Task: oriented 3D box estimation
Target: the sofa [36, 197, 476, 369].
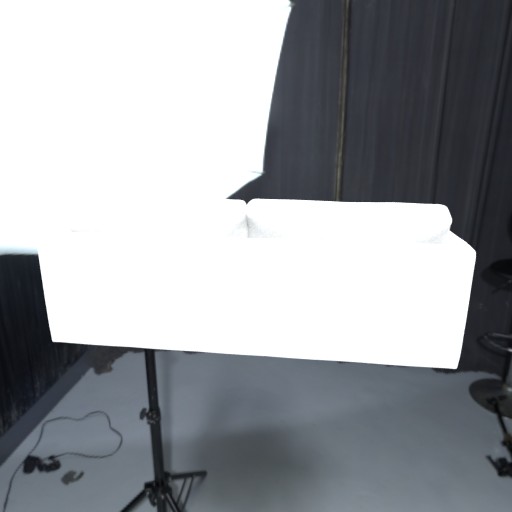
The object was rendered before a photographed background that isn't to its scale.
[{"bbox_3d":[0.000,0.000,2.788,2.588,0.838,1.090,2,17,7],"label":"sofa"}]
